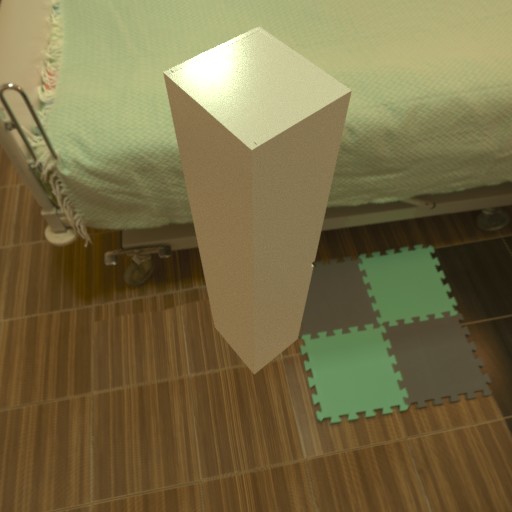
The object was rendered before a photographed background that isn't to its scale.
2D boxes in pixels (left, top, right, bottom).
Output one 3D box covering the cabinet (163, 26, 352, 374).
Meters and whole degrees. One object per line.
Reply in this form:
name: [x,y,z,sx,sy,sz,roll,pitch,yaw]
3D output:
cabinet: [0.000,0.000,1.530,0.269,1.400,0.300,-35,64,-20]
